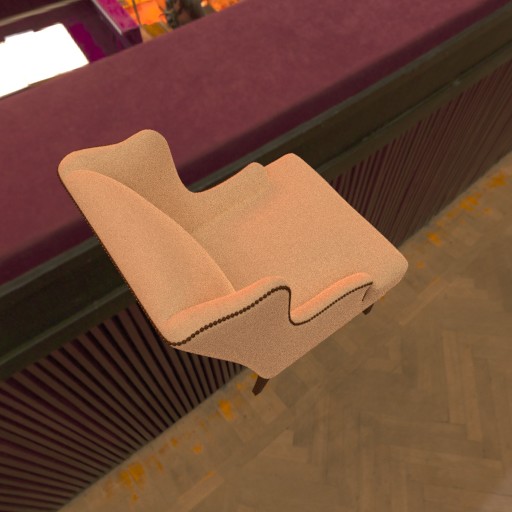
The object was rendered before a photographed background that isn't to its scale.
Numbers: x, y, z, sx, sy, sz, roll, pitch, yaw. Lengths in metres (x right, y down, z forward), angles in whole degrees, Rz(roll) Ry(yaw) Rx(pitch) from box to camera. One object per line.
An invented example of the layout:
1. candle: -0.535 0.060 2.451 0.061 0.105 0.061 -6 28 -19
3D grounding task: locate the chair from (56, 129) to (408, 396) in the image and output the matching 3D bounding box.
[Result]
1. chair: 0.000 0.000 1.656 0.940 1.029 0.737 -32 63 -18
